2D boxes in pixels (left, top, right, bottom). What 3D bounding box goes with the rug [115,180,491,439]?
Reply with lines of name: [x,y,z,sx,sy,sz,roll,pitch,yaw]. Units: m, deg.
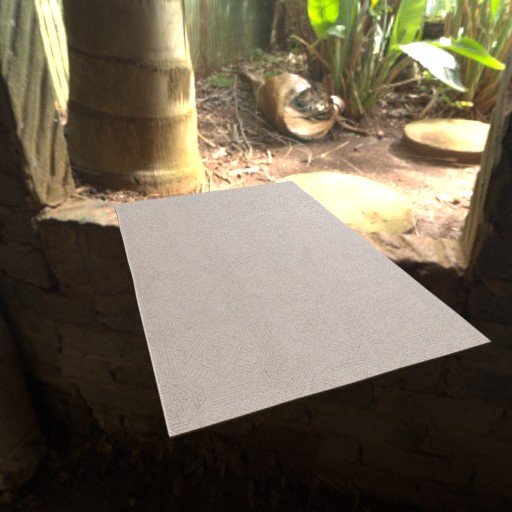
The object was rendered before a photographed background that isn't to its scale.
rug: [0.000,0.000,2.239,1.236,0.009,1.839,-10,32,-17]
